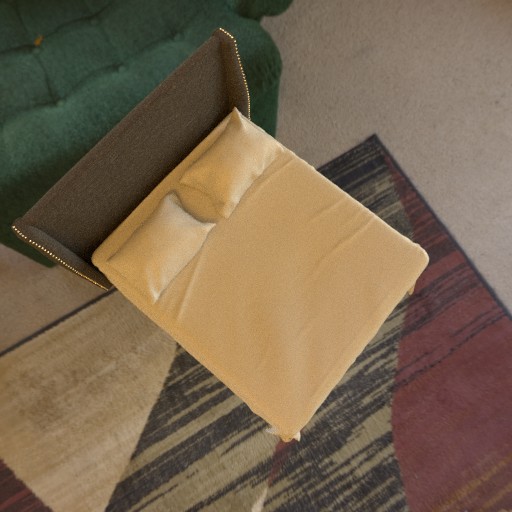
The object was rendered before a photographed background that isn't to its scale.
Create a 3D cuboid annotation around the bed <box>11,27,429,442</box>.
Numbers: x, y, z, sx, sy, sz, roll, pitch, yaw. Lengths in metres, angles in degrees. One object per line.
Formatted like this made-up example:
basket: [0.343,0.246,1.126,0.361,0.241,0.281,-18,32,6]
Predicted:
bed: [0.000,0.000,3.263,2.276,1.332,1.925,39,78,10]
